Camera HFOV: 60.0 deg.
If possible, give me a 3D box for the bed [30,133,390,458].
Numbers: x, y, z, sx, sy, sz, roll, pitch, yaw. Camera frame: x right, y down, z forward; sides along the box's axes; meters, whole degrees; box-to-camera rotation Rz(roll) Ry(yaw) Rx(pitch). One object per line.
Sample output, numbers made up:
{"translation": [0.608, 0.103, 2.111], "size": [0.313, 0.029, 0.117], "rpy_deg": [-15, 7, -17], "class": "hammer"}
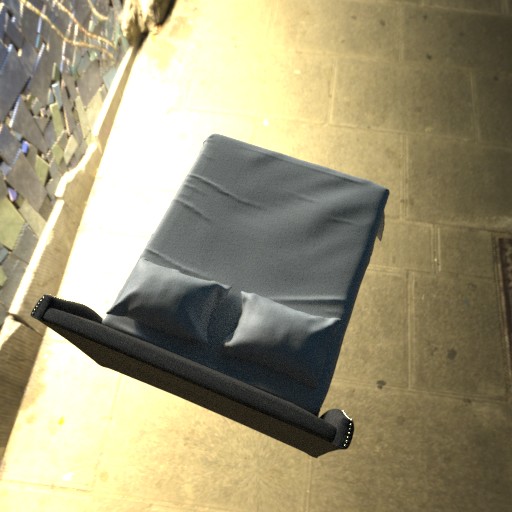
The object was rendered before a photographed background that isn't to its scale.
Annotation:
{"translation": [0.000, 0.000, 3.412], "size": [1.925, 1.332, 2.276], "rpy_deg": [20, 66, 9], "class": "bed"}
